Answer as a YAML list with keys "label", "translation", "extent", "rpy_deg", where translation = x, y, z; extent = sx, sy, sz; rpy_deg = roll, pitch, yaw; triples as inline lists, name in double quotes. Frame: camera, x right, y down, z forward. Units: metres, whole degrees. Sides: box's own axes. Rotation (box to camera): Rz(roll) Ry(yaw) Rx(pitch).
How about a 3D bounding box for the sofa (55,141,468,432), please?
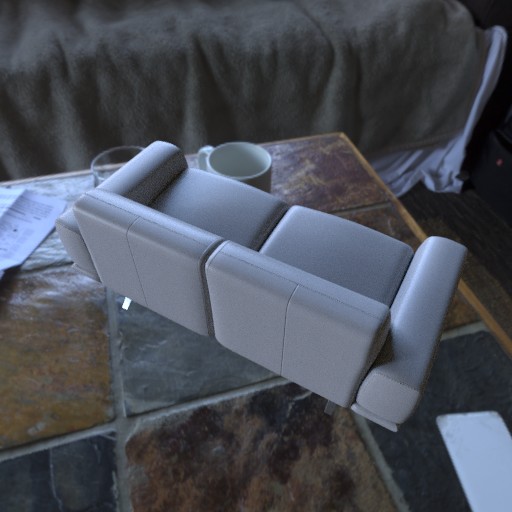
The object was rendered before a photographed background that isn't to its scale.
- label: "sofa"
  translation: [0.000, 0.000, 2.303]
  extent: [1.901, 0.772, 0.900]
  rpy_deg: [23, 51, 19]
